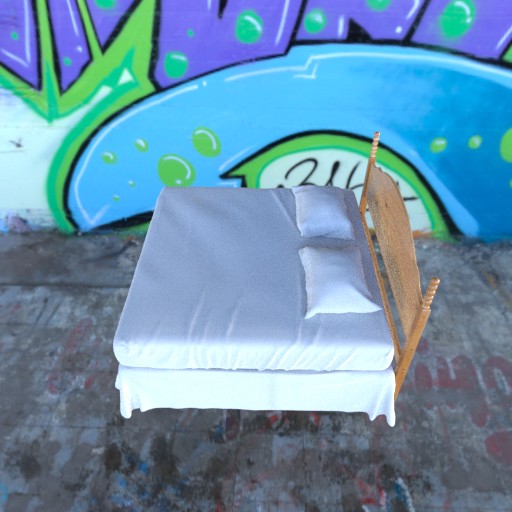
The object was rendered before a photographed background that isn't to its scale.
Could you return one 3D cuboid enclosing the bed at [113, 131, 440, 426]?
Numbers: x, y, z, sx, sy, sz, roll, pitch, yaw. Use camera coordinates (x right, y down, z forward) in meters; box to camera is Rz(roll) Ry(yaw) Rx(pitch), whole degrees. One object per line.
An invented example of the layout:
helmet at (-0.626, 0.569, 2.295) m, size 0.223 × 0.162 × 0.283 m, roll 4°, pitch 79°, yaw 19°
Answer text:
bed at (0.000, 0.000, 3.742) m, size 2.219 × 1.355 × 2.322 m, roll 1°, pitch 42°, yaw 1°
